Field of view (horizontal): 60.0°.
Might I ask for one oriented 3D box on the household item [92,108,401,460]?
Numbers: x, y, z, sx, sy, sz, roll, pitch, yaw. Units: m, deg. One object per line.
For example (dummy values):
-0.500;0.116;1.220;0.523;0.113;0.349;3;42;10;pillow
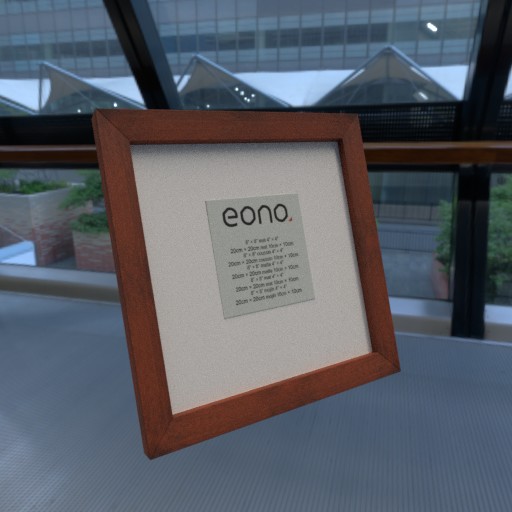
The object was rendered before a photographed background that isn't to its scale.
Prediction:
0.000;0.000;0.385;0.240;0.240;0.131;-9;18;-28;household item
